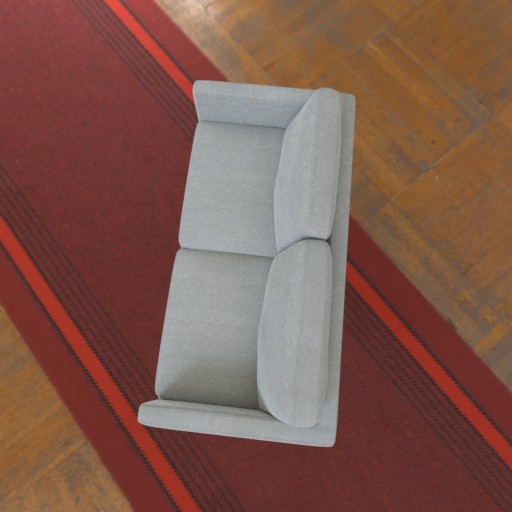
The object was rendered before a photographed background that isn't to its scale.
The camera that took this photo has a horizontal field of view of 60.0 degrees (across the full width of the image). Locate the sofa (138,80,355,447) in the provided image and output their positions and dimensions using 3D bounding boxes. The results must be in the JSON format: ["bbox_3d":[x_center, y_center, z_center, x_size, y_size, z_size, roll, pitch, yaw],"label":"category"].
[{"bbox_3d":[0.000,0.000,2.530,0.950,0.963,1.884,6,75,2],"label":"sofa"}]
